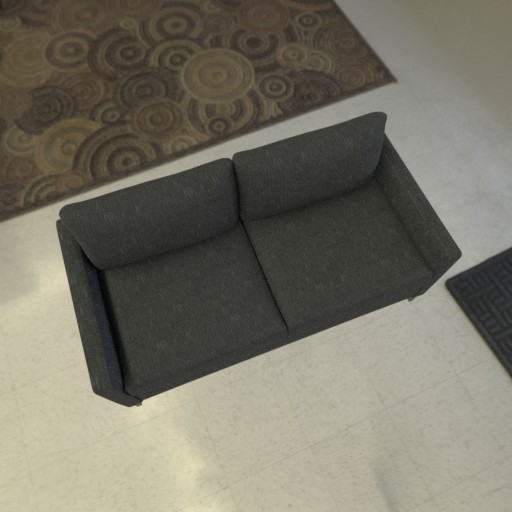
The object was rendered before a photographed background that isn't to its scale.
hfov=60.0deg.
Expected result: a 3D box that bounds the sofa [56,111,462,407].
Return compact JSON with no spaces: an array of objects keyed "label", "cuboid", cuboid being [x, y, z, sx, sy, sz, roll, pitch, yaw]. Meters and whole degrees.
[{"label":"sofa","cuboid":[0.000,0.000,2.200,1.716,0.862,0.866,-19,66,-9]}]
